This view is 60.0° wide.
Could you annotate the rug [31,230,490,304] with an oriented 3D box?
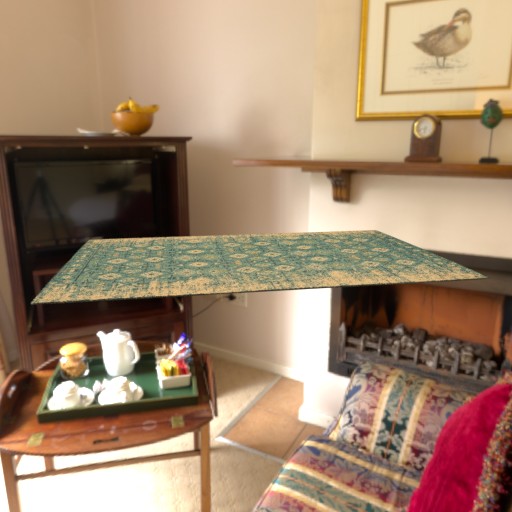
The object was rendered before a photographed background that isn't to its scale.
[{"bbox_3d":[0.000,0.000,2.211,1.795,0.008,1.102,-2,14,-10],"label":"rug"}]
